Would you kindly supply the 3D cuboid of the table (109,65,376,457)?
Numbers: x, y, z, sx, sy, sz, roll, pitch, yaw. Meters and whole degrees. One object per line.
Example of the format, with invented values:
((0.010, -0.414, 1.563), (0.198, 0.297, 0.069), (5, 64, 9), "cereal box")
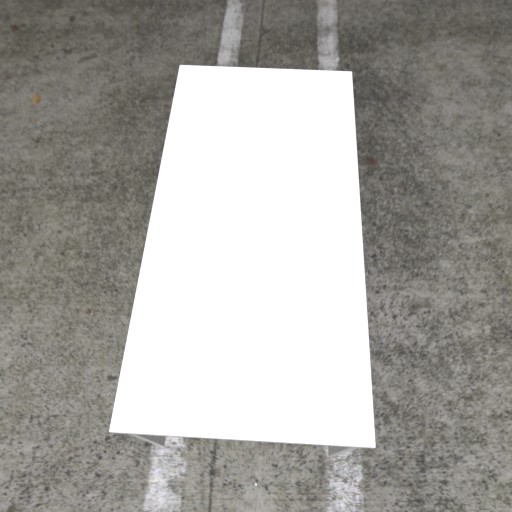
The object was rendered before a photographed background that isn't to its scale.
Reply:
((0.000, 0.000, 1.251), (0.500, 0.440, 1.000), (3, 63, 1), "table")
